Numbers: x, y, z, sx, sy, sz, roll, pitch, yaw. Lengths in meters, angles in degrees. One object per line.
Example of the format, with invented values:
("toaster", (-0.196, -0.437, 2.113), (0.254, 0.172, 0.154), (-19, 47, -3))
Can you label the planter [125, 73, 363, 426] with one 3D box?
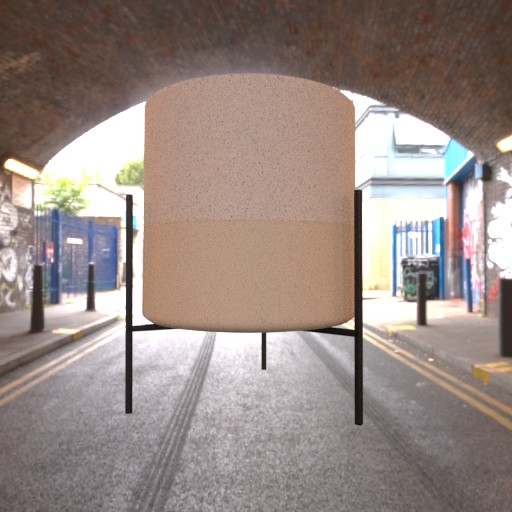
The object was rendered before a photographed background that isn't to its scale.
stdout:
("planter", (0.000, 0.000, 0.656), (0.335, 0.423, 0.313), (0, -1, 37))
